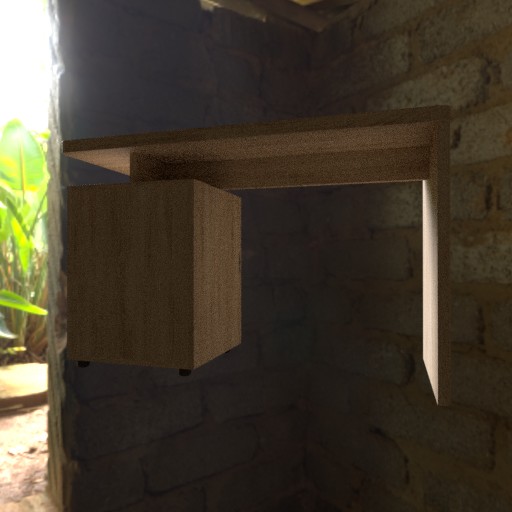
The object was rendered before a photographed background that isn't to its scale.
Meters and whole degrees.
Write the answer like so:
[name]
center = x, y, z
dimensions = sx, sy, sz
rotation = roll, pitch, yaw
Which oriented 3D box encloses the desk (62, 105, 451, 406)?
[desk]
center = 0.000, 0.000, 1.550
dimensions = 1.200, 0.760, 0.550
rotation = 0, 0, 17
